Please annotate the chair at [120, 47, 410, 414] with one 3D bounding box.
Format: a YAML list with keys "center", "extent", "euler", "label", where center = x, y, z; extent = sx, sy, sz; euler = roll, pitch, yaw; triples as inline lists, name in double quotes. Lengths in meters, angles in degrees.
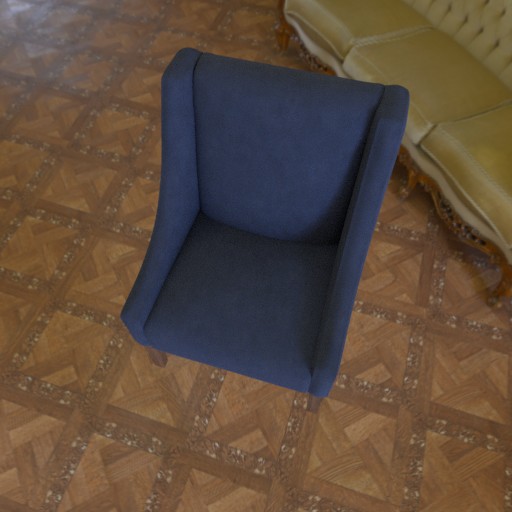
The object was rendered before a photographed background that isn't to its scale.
- center: [0.000, 0.000, 1.342]
  extent: [0.629, 0.895, 0.629]
  euler: [14, 59, 9]
  label: "chair"
